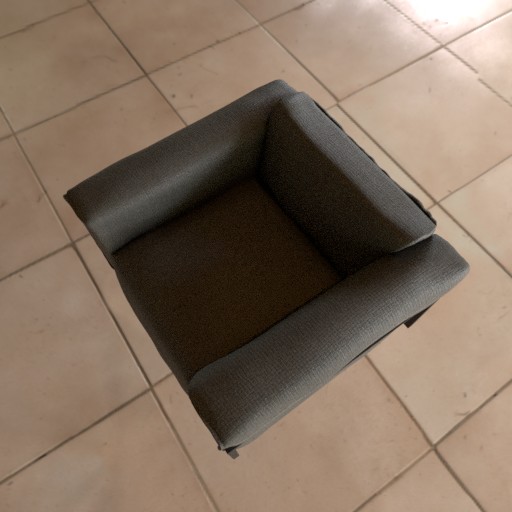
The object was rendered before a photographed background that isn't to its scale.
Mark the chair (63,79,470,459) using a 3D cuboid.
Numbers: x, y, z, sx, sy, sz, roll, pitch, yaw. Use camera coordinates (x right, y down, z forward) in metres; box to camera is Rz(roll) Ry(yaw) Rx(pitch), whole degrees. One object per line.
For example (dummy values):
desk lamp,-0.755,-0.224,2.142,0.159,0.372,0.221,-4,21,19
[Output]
chair,0.000,0.000,1.665,0.969,0.646,1.056,-32,68,-15
